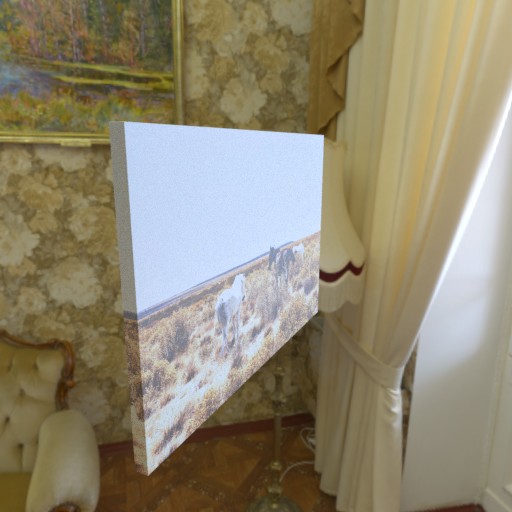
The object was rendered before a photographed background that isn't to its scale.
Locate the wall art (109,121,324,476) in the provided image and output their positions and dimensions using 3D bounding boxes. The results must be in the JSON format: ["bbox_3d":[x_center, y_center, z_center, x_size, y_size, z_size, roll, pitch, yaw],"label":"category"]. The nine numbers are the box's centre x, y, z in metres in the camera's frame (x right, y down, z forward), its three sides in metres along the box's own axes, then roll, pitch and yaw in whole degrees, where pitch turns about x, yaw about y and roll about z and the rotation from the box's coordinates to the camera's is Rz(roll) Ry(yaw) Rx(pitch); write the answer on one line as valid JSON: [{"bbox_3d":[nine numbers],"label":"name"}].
[{"bbox_3d":[0.000,0.000,1.871,0.051,1.016,1.520,7,15,26],"label":"wall art"}]
